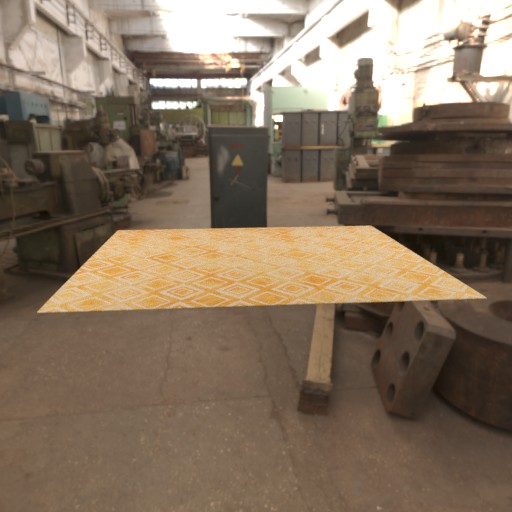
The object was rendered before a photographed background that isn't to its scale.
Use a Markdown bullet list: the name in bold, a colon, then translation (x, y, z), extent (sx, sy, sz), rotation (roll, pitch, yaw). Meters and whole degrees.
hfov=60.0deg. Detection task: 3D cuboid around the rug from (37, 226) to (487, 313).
- **rug**: translation (0.000, 0.000, 4.131), extent (3.037, 0.011, 2.433), rotation (-1, 16, -5)
